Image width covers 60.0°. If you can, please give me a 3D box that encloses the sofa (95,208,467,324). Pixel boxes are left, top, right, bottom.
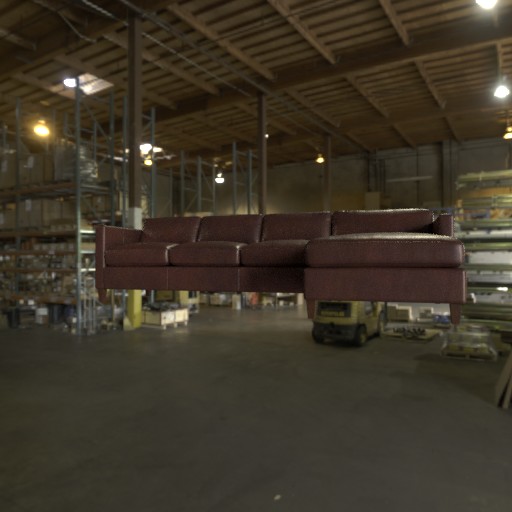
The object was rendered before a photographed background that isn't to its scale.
[{"bbox_3d":[0.000,0.000,3.919,3.203,0.883,1.581,0,-1,18],"label":"sofa"}]
